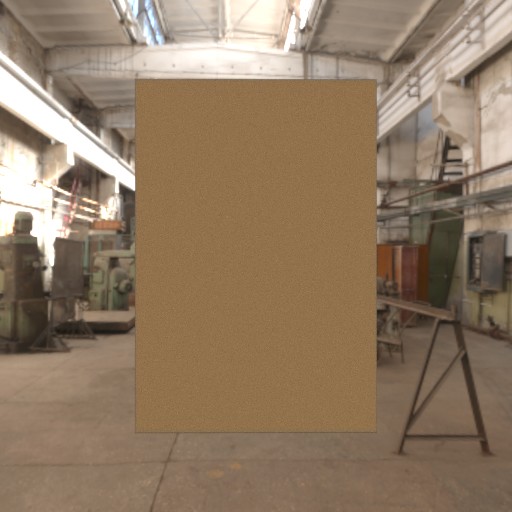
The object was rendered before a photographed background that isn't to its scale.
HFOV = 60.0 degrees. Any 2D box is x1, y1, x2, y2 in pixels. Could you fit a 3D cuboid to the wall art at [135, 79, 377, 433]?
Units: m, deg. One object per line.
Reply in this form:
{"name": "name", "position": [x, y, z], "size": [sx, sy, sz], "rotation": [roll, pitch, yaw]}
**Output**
{"name": "wall art", "position": [0.000, 0.000, 0.588], "size": [0.313, 0.457, 0.031], "rotation": [0, 0, 0]}
